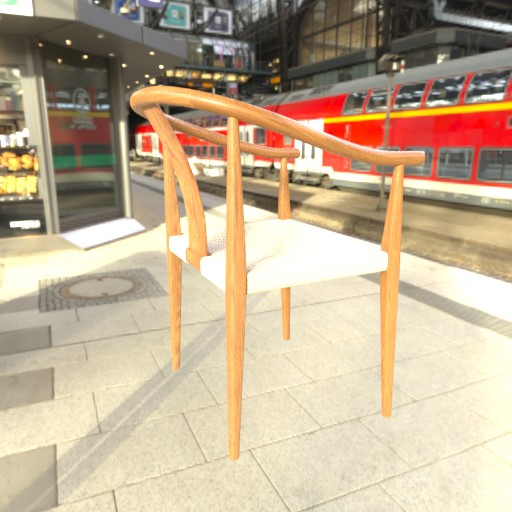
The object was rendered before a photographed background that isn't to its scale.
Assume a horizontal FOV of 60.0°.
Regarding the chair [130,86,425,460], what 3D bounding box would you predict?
[{"bbox_3d":[0.000,0.000,1.169,0.579,0.800,0.556,-7,16,-26],"label":"chair"}]
